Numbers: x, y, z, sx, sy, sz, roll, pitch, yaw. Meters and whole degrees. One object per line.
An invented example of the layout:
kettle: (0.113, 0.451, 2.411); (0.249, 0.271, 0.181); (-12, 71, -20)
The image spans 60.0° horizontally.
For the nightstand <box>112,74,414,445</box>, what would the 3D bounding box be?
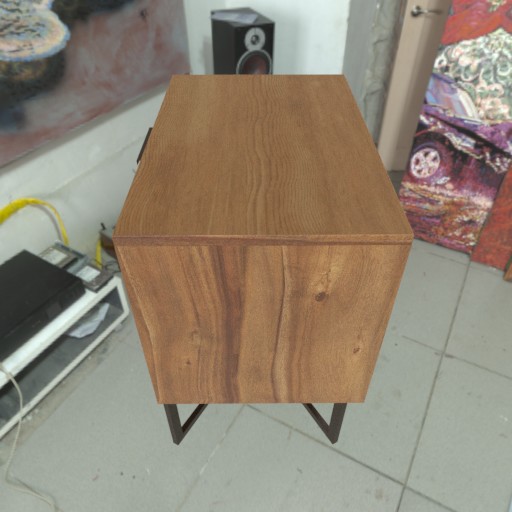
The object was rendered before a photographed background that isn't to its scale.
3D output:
nightstand: (0.000, 0.000, 1.032); (0.427, 0.615, 0.613); (0, 41, 0)
